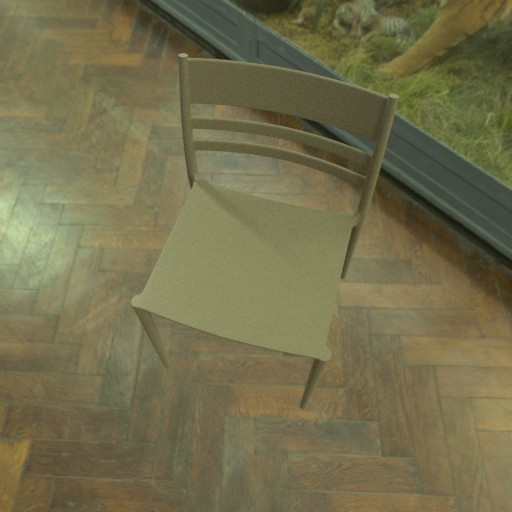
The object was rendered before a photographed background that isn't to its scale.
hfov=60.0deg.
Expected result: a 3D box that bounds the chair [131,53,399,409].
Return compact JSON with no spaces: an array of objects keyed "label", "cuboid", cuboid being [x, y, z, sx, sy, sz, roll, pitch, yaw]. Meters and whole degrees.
[{"label":"chair","cuboid":[0.000,0.000,1.159,0.531,0.800,0.511,14,61,8]}]
